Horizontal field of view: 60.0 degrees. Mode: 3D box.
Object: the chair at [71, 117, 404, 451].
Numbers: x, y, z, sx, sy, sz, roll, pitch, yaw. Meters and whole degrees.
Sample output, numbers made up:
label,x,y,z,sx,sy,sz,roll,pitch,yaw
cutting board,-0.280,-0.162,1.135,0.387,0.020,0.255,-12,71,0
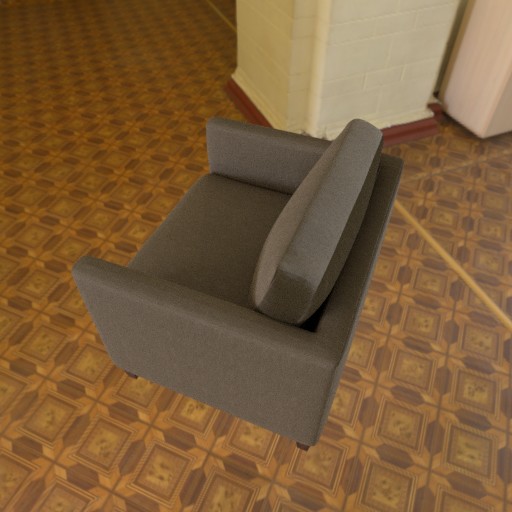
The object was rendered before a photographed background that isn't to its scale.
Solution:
label,x,y,z,sx,sy,sz,roll,pitch,yaw
chair,0.000,0.000,1.875,0.959,0.963,1.107,17,50,15
